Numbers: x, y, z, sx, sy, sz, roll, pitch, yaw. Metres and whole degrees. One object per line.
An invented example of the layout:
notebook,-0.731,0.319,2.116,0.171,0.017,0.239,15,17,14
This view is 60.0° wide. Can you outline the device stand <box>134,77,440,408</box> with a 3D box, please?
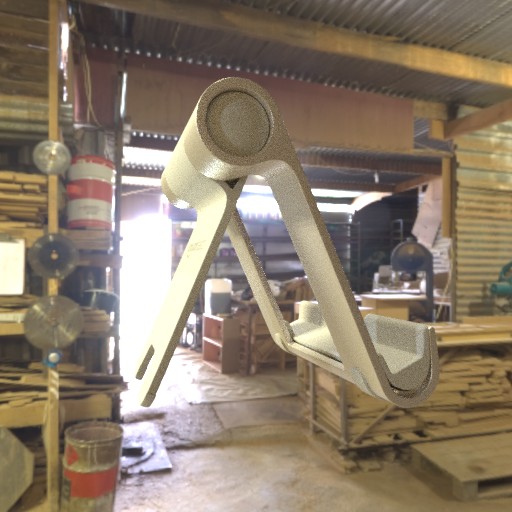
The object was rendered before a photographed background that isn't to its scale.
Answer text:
device stand,0.000,0.000,0.151,0.079,0.084,0.086,0,-1,-17
